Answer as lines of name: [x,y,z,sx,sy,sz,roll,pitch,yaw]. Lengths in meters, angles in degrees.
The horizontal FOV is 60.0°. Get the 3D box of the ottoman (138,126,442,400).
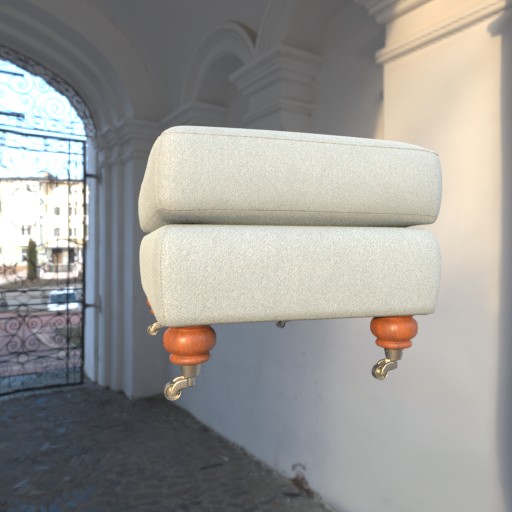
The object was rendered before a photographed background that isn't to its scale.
ottoman: [0.000,0.000,1.143,0.569,0.499,0.773,0,1,-16]
